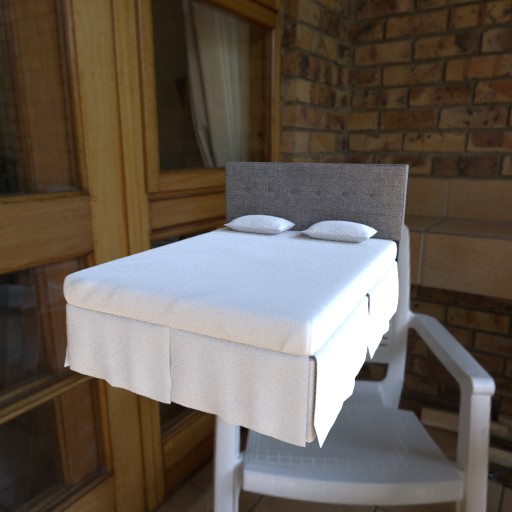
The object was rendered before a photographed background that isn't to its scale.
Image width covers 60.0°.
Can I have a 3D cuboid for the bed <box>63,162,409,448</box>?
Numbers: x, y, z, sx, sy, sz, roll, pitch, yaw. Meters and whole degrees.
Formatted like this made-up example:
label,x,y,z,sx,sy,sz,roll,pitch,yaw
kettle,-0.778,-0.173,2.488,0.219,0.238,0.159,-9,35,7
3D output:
label,x,y,z,sx,sy,sz,roll,pitch,yaw
bed,0.000,0.000,2.979,1.621,1.168,1.958,7,15,27
